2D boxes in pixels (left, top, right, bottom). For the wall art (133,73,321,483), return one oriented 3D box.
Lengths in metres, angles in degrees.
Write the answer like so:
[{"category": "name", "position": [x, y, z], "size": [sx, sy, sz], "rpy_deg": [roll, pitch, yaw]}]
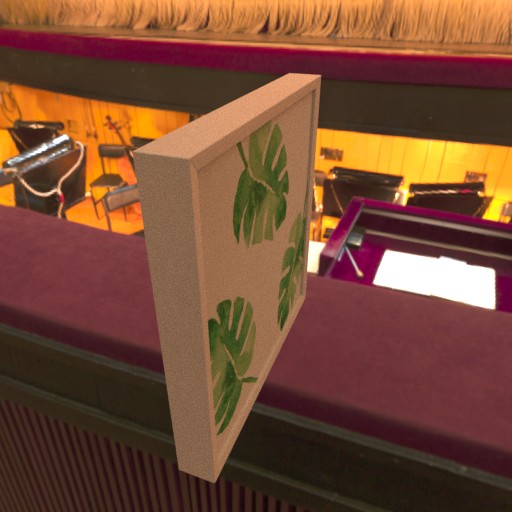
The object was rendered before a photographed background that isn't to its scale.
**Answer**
[{"category": "wall art", "position": [0.000, 0.000, 0.453], "size": [0.038, 0.305, 0.305], "rpy_deg": [11, 33, 18]}]
